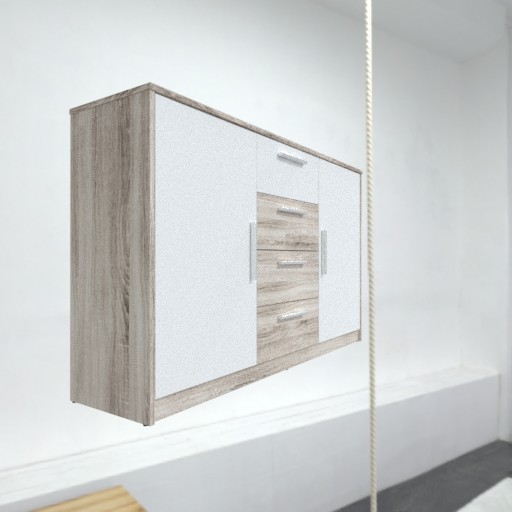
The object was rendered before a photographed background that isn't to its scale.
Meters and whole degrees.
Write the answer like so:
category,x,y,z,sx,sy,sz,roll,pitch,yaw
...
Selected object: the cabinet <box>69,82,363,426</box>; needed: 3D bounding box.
category,x,y,z,sx,sy,sz,roll,pitch,yaw
cabinet,0.000,0.000,1.843,0.380,0.900,1.450,0,0,35
